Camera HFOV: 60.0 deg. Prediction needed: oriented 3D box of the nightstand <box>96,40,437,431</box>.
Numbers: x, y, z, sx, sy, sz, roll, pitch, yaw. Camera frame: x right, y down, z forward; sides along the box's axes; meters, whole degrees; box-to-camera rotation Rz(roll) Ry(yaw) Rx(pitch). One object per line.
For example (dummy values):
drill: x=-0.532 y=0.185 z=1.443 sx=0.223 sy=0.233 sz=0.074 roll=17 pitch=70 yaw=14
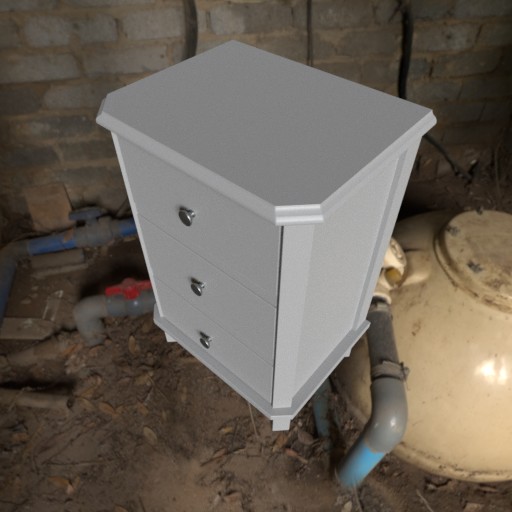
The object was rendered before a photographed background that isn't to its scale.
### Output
nightstand: x=0.000 y=0.000 z=0.944 sx=0.450 sy=0.680 sz=0.350 roll=32 pitch=55 yaw=27
